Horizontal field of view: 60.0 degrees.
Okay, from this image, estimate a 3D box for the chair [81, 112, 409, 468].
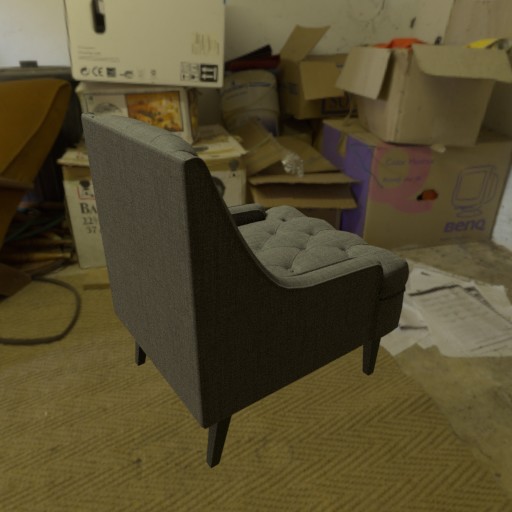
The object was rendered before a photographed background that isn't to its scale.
[{"bbox_3d":[0.000,0.000,1.411,0.771,0.891,0.655,-18,32,-31],"label":"chair"}]
